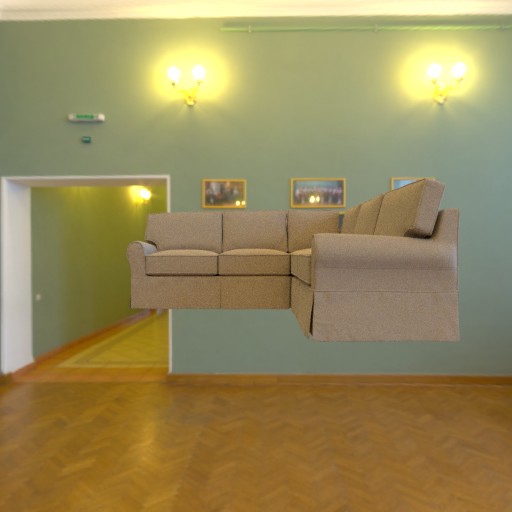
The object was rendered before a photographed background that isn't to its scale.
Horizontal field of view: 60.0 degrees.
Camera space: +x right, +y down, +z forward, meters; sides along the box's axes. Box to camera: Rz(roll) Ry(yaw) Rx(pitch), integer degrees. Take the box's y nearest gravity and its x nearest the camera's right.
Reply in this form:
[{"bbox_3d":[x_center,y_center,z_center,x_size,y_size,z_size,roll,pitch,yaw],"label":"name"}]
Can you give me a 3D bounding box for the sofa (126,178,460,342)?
[{"bbox_3d":[0.000,0.000,4.251,2.730,1.124,2.733,0,0,0],"label":"sofa"}]
